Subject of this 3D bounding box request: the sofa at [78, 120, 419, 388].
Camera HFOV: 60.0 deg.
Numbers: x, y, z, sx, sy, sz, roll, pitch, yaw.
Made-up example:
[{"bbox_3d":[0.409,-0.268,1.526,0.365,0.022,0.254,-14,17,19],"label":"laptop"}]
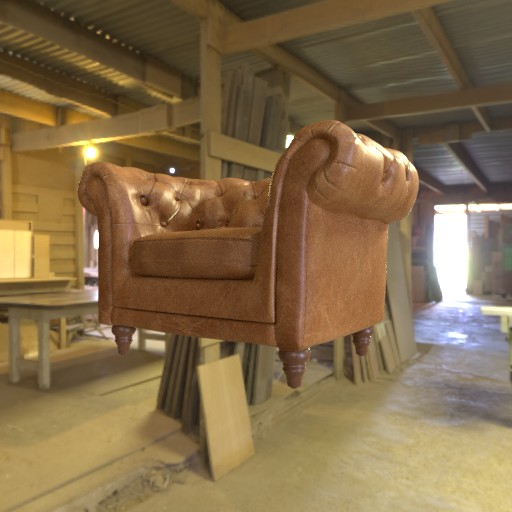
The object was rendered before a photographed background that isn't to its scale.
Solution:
[{"bbox_3d":[0.000,0.000,2.066,1.405,0.878,1.033,0,0,35],"label":"sofa"}]
